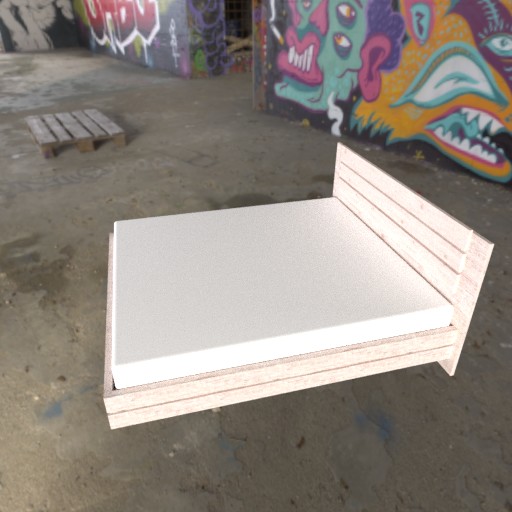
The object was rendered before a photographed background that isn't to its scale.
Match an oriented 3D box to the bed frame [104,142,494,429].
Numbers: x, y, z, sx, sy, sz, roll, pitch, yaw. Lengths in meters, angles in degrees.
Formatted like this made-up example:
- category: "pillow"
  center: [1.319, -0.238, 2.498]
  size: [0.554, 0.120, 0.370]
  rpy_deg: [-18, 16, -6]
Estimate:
- category: "bed frame"
  center: [0.000, 0.000, 3.155]
  size: [2.080, 0.970, 1.950]
  rpy_deg: [-8, 31, -13]
